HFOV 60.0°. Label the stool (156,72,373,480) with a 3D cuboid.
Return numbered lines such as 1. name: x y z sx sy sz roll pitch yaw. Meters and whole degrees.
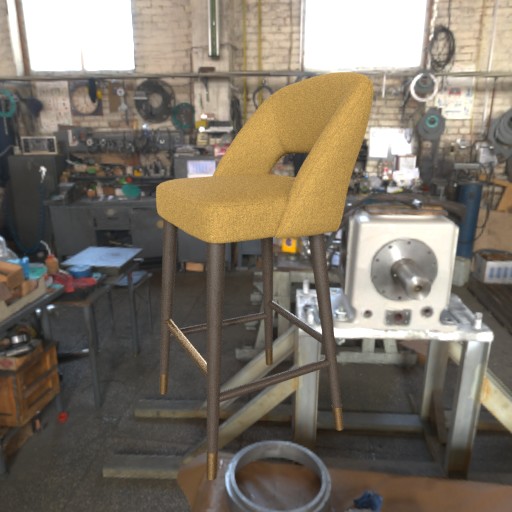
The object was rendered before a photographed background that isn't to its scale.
1. stool: 0.000 0.000 1.318 0.522 1.032 0.536 -8 18 -27
